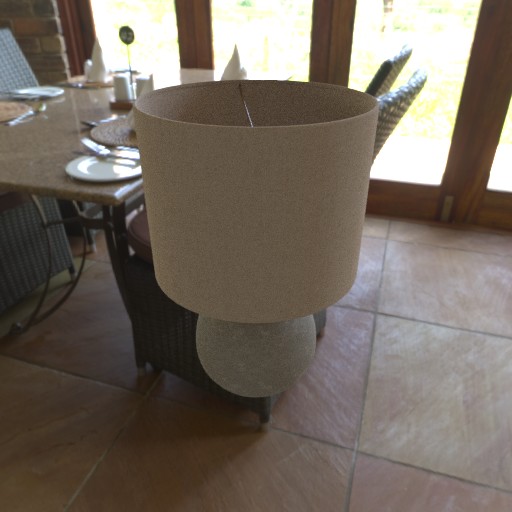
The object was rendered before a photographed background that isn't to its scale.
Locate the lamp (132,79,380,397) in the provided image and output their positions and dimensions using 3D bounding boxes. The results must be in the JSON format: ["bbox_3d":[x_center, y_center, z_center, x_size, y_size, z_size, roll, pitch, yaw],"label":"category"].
[{"bbox_3d":[0.000,0.000,0.597,0.269,0.409,0.269,11,32,18],"label":"lamp"}]
